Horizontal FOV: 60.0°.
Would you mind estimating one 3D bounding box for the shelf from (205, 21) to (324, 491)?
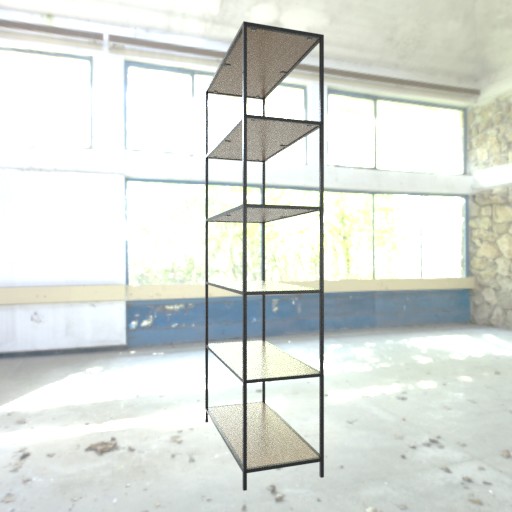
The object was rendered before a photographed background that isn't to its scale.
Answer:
[{"bbox_3d":[0.000,0.000,2.166,0.350,1.850,0.770,0,0,-18],"label":"shelf"}]
